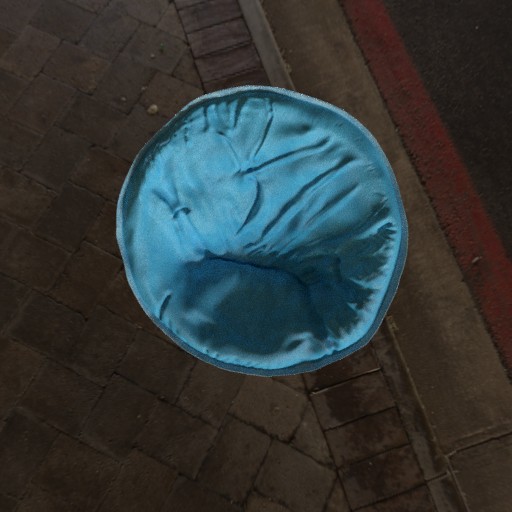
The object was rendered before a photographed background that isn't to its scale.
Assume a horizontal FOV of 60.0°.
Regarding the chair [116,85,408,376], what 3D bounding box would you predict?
[{"bbox_3d":[0.000,0.000,0.904,0.520,0.478,0.465,14,76,3],"label":"chair"}]
